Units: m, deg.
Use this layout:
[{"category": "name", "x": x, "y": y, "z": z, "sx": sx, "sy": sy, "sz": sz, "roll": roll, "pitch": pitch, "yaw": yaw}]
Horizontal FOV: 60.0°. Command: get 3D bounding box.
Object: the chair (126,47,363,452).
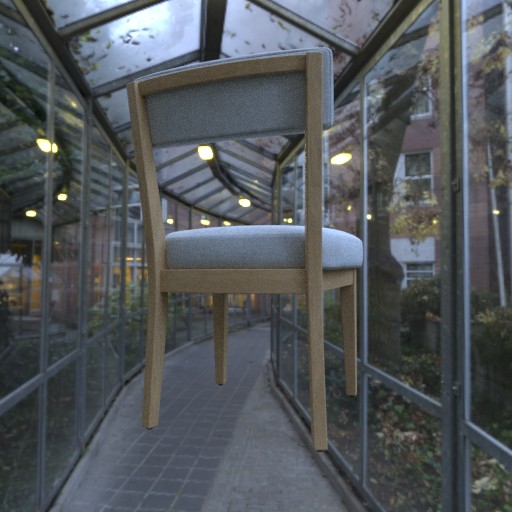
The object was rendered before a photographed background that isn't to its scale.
[{"category": "chair", "x": 0.000, "y": 0.000, "z": 1.176, "sx": 0.508, "sy": 0.832, "sz": 0.572, "roll": -1, "pitch": -3, "yaw": 19}]
